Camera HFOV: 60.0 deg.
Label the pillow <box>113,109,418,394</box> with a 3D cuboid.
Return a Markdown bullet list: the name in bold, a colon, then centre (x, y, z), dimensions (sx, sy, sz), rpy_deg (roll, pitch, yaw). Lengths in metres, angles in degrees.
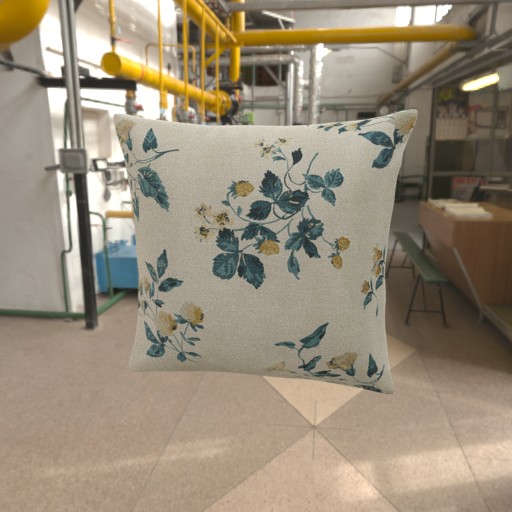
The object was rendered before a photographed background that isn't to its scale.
- **pillow**: centre (0.000, 0.000, 0.812), dimensions (0.526, 0.507, 0.166), rpy_deg (2, 15, 9)
